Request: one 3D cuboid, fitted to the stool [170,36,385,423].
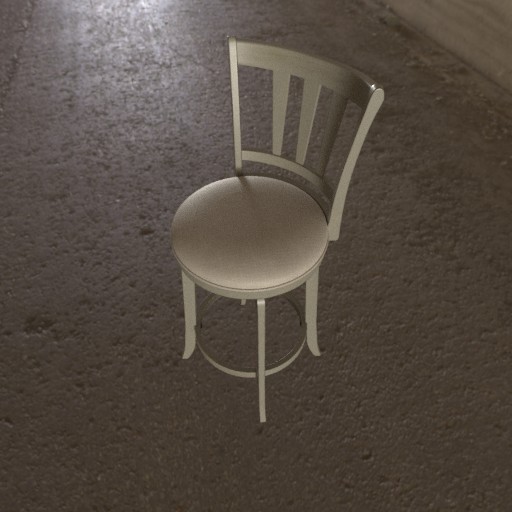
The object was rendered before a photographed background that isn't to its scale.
[{"bbox_3d":[0.000,0.000,1.291,0.436,1.042,0.475,31,54,26],"label":"stool"}]
